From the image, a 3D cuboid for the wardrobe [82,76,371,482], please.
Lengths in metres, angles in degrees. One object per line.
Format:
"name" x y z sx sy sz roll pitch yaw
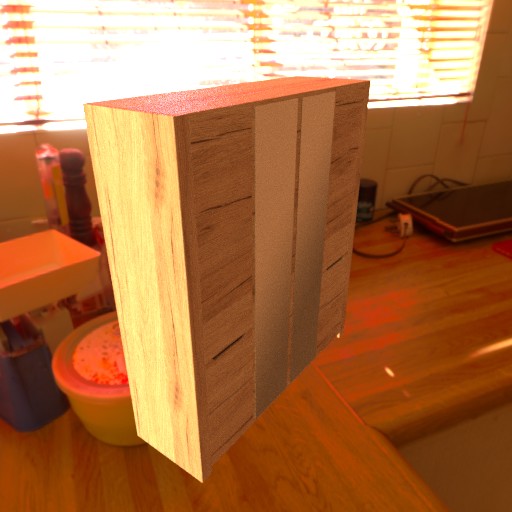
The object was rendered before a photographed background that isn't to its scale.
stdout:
"wardrobe" 0.000 0.000 2.926 0.580 2.070 1.810 18 32 32
